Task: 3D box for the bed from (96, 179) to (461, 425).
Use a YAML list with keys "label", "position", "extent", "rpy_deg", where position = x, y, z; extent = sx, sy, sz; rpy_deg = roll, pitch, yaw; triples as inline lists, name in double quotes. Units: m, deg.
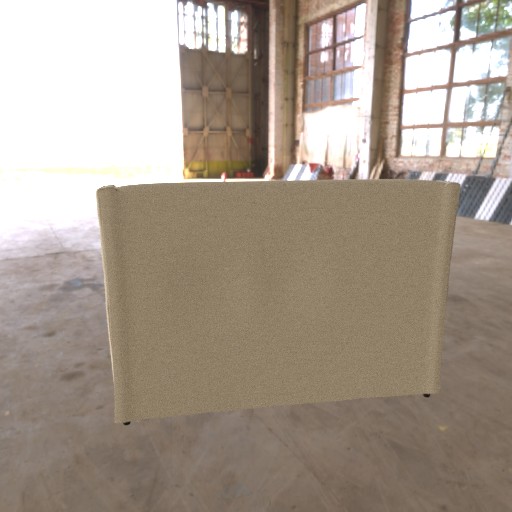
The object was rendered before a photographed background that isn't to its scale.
- label: "bed"
  position: [0.000, 0.000, 3.479]
  extent: [1.925, 1.332, 2.276]
  rpy_deg: [-2, 14, -9]
